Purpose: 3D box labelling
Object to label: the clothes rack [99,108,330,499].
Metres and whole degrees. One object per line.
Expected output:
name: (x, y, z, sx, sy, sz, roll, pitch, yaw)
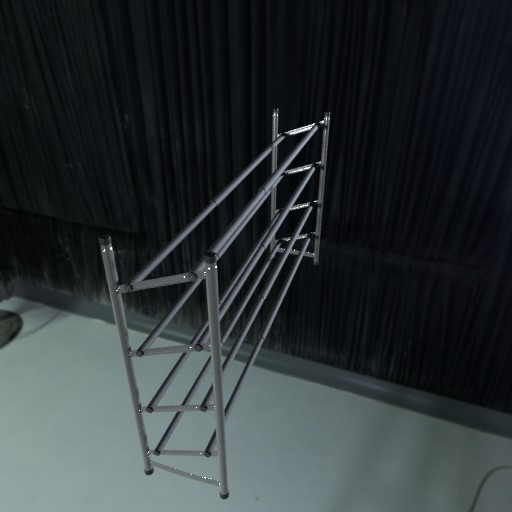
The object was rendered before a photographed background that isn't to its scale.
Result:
clothes rack: (0.000, 0.000, 1.406, 0.229, 0.672, 1.168, 9, 31, 15)
